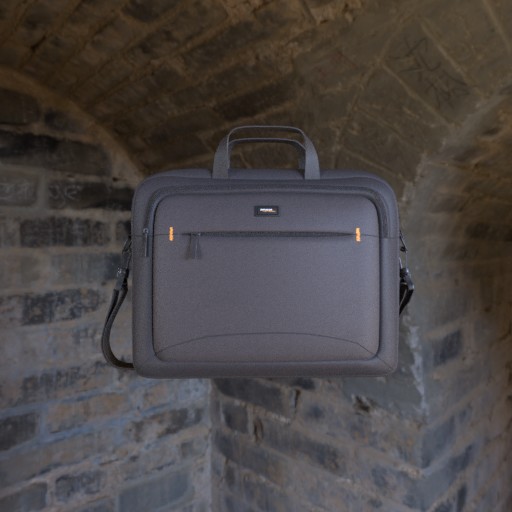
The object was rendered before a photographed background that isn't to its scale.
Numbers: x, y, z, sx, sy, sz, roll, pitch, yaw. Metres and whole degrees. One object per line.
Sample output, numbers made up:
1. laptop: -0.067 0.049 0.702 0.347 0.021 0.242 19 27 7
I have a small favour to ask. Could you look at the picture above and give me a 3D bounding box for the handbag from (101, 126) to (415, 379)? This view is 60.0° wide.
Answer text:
1. handbag: 0.000 0.000 0.593 0.429 0.330 0.126 0 1 -1
